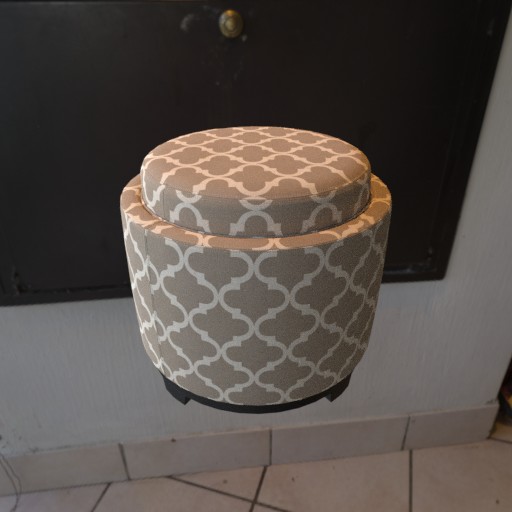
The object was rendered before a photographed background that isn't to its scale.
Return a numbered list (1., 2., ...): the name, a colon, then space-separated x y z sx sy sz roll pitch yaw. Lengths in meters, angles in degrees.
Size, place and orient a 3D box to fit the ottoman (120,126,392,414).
1. ottoman: 0.000 0.000 0.866 0.480 0.429 0.480 0 30 0
